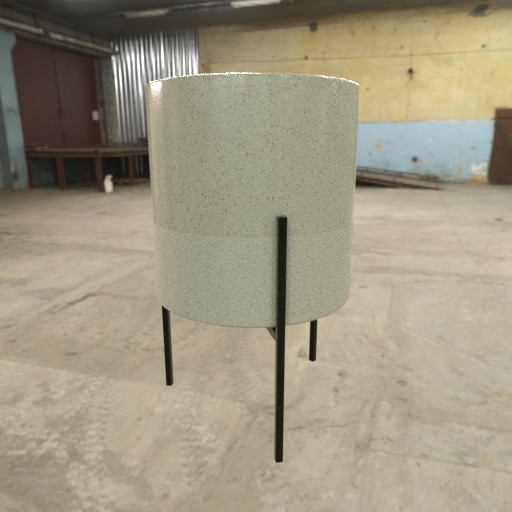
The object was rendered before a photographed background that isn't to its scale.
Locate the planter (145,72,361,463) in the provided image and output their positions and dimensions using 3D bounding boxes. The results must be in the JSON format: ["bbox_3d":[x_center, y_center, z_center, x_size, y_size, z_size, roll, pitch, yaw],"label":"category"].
[{"bbox_3d":[0.000,0.000,0.545,0.243,0.390,0.234,-13,20,-42],"label":"planter"}]
